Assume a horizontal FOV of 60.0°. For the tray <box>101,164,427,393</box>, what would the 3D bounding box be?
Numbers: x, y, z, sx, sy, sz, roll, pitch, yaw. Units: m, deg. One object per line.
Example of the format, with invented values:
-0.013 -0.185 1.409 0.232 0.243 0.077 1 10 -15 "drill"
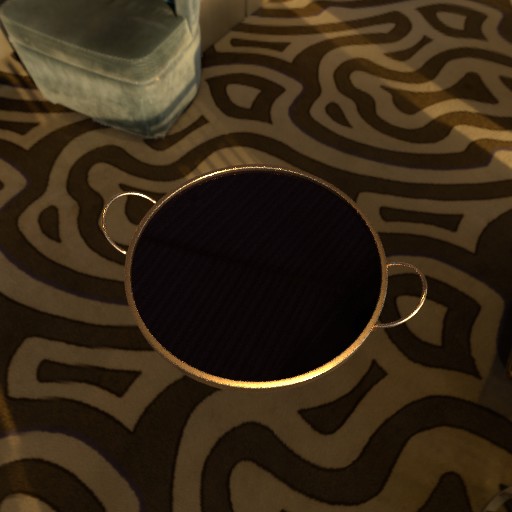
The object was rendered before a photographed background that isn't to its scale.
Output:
0.000 0.000 0.742 0.543 0.069 0.438 15 58 10 "tray"
